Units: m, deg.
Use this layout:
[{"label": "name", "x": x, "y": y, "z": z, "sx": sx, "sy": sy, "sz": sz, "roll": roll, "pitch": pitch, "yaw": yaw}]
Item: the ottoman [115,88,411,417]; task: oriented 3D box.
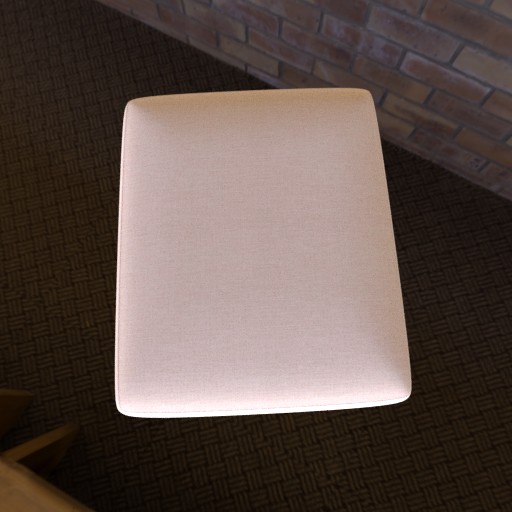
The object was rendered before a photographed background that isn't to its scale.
[{"label": "ottoman", "x": 0.000, "y": 0.000, "z": 1.209, "sx": 0.657, "sy": 0.453, "sz": 0.794, "roll": -3, "pitch": 75, "yaw": -1}]
